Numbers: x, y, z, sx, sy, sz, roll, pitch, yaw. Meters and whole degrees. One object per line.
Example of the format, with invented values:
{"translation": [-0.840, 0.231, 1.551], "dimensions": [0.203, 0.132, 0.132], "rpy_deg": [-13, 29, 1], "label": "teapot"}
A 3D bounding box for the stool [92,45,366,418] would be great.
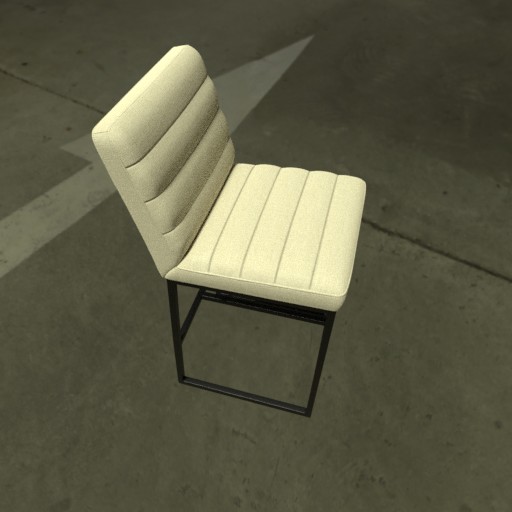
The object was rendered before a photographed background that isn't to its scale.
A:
{"translation": [0.000, 0.000, 1.336], "dimensions": [0.560, 1.040, 0.460], "rpy_deg": [11, 48, 10], "label": "stool"}
